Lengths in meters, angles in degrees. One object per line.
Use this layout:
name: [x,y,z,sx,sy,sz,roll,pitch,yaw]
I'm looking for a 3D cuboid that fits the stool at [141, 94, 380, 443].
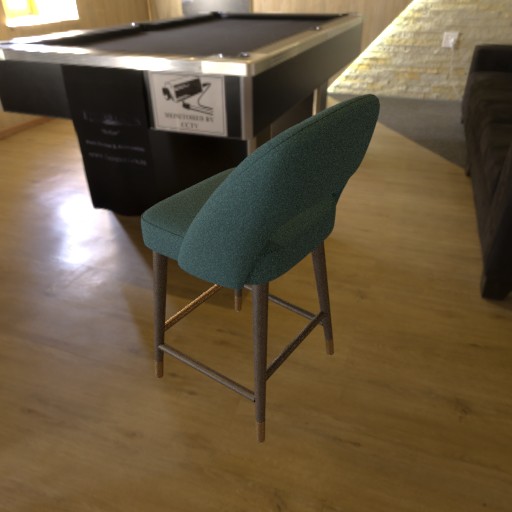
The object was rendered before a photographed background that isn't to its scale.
stool: [0.000,0.000,1.289,0.522,0.939,0.536,21,38,30]
